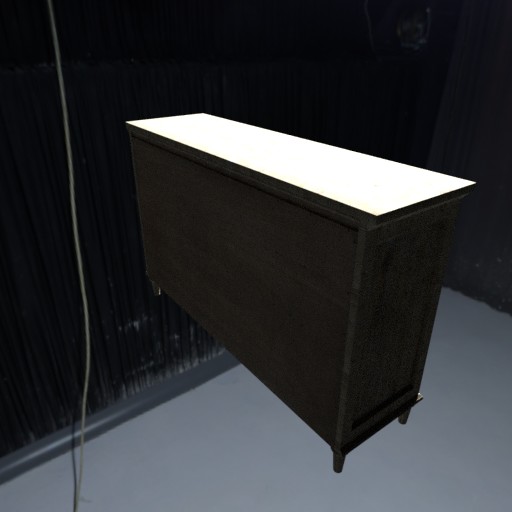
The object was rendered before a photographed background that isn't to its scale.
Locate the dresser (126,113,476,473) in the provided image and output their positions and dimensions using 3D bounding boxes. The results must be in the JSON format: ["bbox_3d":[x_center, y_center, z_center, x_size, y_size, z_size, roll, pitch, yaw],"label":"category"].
[{"bbox_3d":[0.000,0.000,2.034,0.457,1.016,1.626,-18,32,-32],"label":"dresser"}]
